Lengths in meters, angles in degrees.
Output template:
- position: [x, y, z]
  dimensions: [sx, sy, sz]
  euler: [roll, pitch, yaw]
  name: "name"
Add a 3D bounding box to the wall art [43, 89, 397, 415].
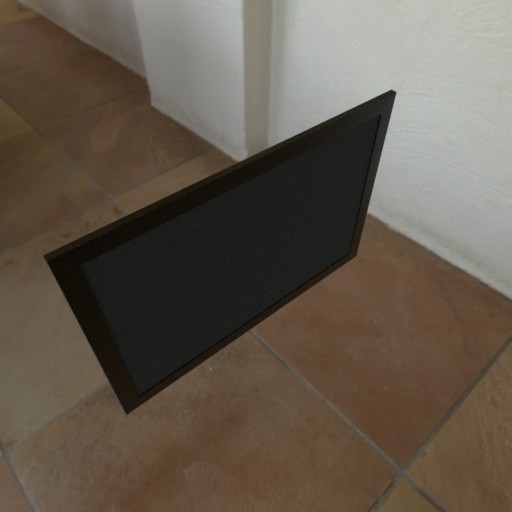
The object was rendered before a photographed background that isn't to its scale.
- position: [0.000, 0.000, 0.841]
  dimensions: [0.660, 0.447, 0.013]
  euler: [-31, 55, -25]
  name: "wall art"
